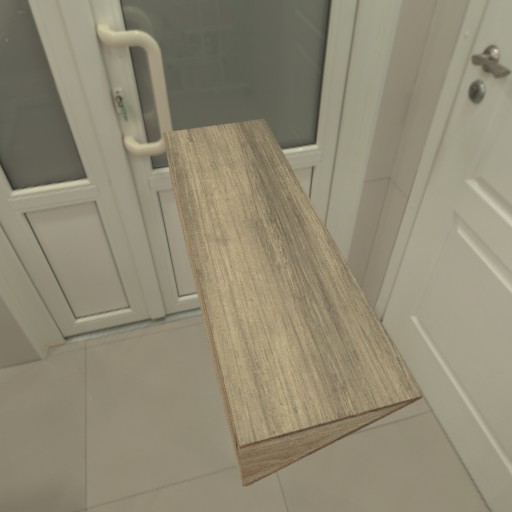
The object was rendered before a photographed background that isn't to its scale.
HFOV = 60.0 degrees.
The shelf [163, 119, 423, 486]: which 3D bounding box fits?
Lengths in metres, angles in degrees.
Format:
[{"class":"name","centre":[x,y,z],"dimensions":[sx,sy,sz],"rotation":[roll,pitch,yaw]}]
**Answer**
[{"class":"shelf","centre":[0.000,0.000,0.700],"dimensions":[0.200,0.125,0.610],"rotation":[-11,47,-11]}]
